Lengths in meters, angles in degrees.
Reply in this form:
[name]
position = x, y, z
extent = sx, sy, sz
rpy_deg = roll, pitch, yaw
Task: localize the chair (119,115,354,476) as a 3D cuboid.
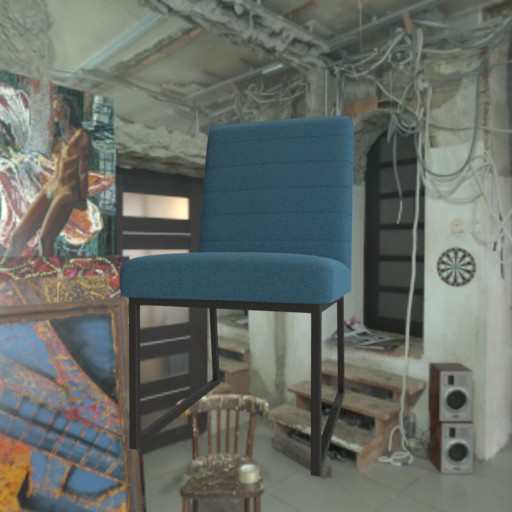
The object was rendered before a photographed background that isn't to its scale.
[chair]
position = 0.000, 0.000, 1.288
extent = 0.520, 0.930, 0.634
rpy_deg = 0, 1, 17
